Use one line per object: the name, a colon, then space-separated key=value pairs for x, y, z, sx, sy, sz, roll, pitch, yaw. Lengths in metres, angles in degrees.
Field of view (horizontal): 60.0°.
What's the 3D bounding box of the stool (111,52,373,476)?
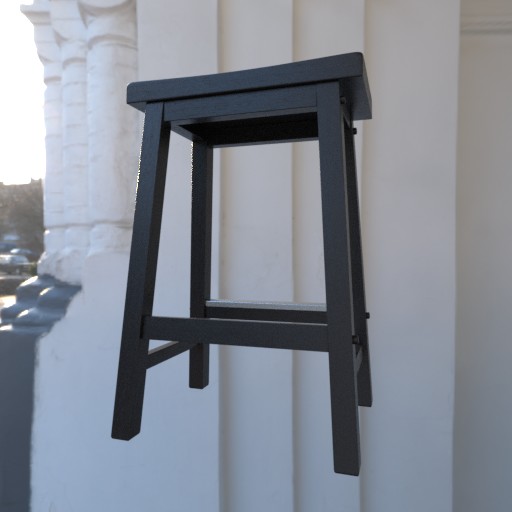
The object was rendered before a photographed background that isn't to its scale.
stool: x=0.000 y=0.000 z=0.827 sx=0.406 sy=0.610 sz=0.322 roll=0 pitch=1 yaw=18
